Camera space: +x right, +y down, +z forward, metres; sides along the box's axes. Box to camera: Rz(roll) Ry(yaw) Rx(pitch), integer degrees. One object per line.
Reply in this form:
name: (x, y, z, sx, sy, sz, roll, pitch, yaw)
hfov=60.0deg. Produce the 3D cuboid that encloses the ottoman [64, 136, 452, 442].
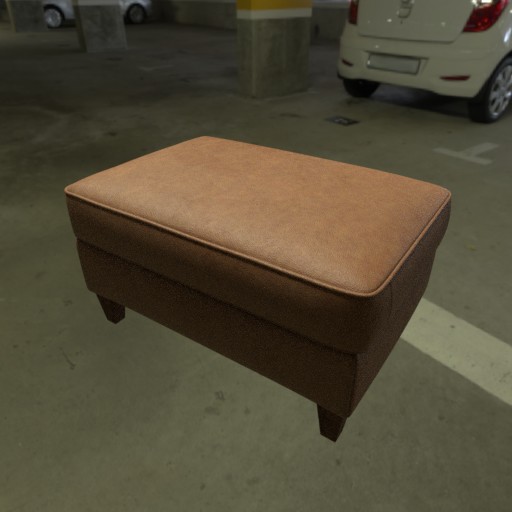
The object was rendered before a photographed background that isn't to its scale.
ottoman: (0.000, 0.000, 1.217, 0.864, 0.483, 0.584, 19, 36, 29)
